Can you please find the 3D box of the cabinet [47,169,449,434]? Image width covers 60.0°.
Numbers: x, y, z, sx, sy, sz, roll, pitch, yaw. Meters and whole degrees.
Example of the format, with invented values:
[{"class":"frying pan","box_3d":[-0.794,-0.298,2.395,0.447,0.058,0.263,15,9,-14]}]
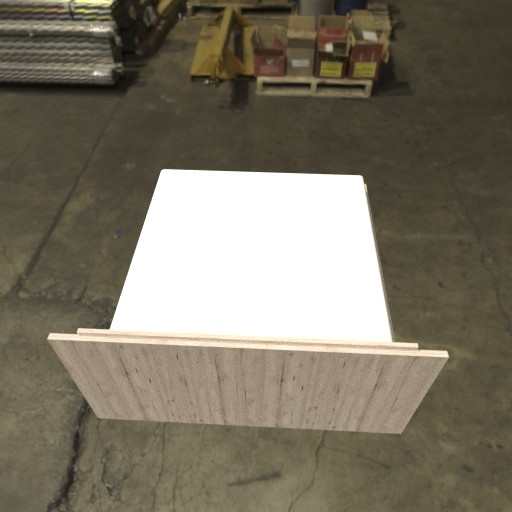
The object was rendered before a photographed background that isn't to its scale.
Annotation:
[{"class":"cabinet","box_3d":[0.000,0.000,3.195,1.950,0.970,2.080,2,47,2]}]
